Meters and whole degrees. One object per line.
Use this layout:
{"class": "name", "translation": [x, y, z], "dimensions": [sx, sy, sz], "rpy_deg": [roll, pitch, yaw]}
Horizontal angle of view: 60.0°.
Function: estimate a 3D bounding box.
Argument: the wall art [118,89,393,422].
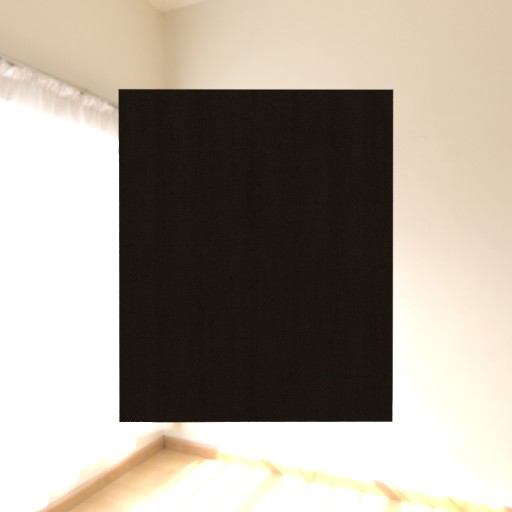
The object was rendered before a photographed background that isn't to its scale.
{"class": "wall art", "translation": [0.000, 0.000, 0.752], "dimensions": [0.455, 0.552, 0.034], "rpy_deg": [0, 0, 0]}
